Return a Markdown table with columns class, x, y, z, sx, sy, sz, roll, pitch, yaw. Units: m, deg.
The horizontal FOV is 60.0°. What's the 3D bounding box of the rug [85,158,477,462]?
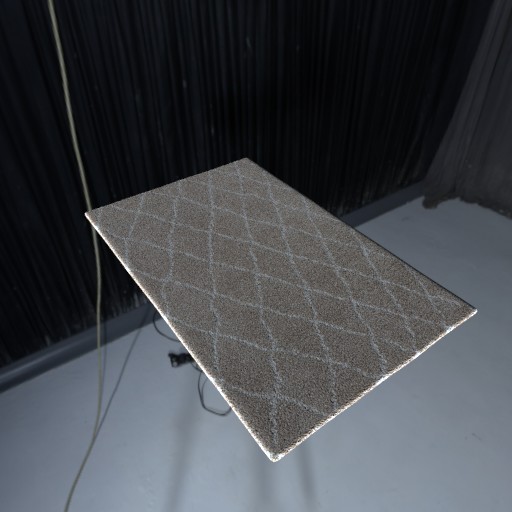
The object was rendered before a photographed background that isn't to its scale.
| class | x | y | z | sx | sy | sz | roll | pitch | yaw |
| --- | --- | --- | --- | --- | --- | --- | --- | --- | --- |
| rug | 0.000 | 0.000 | 3.490 | 1.778 | 0.030 | 2.743 | -25 | 46 | -27 |
